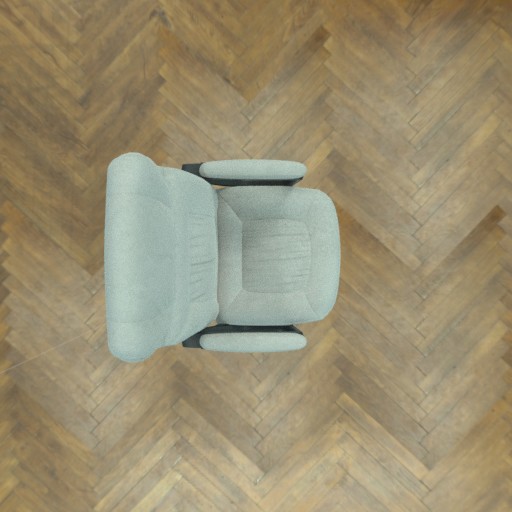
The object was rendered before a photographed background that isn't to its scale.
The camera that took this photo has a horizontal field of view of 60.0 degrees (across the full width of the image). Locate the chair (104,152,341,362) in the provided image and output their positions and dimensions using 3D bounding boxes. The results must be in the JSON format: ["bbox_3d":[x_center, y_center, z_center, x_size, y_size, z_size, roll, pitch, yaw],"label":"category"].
[{"bbox_3d":[0.000,0.000,1.572,0.724,1.105,0.667,0,91,1],"label":"chair"}]
